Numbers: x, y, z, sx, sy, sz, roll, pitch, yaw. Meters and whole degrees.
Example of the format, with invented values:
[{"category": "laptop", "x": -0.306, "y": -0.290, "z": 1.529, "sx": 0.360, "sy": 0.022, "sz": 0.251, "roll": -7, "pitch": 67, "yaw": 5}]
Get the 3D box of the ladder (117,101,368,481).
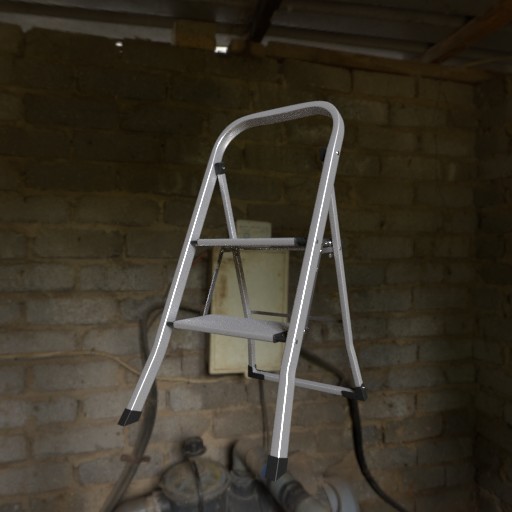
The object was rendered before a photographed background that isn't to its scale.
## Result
[{"category": "ladder", "x": 0.000, "y": 0.000, "z": 1.168, "sx": 0.465, "sy": 0.830, "sz": 0.530, "roll": 1, "pitch": 1, "yaw": 35}]
